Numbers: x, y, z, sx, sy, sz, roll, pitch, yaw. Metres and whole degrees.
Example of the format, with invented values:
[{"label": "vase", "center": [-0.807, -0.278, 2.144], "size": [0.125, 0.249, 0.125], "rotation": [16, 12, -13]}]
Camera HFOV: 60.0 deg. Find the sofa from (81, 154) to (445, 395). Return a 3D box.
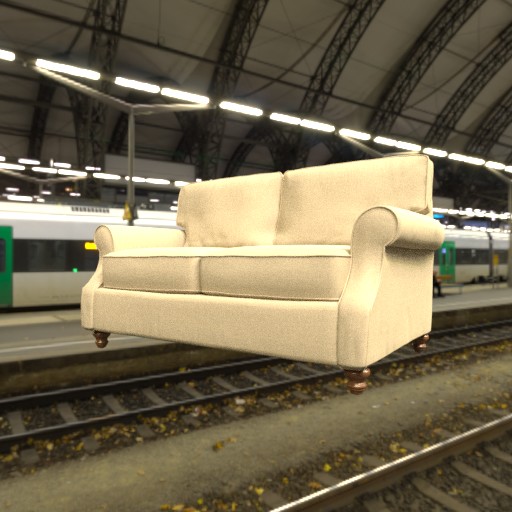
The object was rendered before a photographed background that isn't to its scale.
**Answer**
[{"label": "sofa", "center": [0.000, 0.000, 2.207], "size": [1.665, 0.937, 0.964], "rotation": [0, 0, 34]}]
